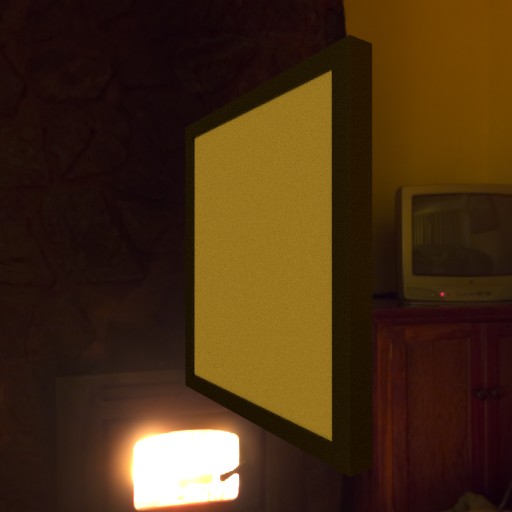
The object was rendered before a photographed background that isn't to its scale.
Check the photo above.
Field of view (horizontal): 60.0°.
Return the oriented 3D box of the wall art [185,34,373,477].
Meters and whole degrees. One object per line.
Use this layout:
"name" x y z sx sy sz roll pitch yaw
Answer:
"wall art" 0.000 0.000 0.526 0.029 0.381 0.330 0 0 -34
